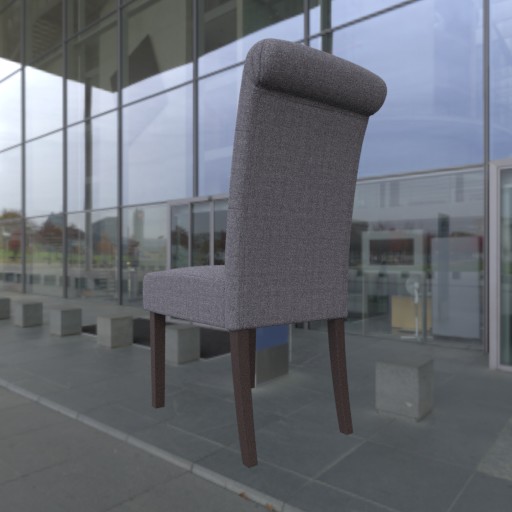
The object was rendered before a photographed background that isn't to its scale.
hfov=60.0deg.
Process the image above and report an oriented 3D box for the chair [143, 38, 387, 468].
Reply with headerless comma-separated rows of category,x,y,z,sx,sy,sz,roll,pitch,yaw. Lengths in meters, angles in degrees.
chair,0.000,0.000,1.339,0.456,1.006,0.671,0,0,-35
